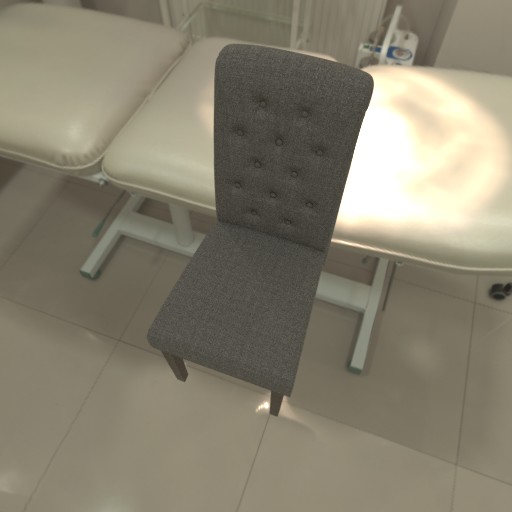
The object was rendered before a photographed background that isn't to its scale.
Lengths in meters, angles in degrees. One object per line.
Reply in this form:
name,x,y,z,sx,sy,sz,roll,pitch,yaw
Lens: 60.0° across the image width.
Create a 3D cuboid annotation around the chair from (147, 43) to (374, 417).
chair,0.000,0.000,1.379,0.456,1.006,0.671,17,59,11
